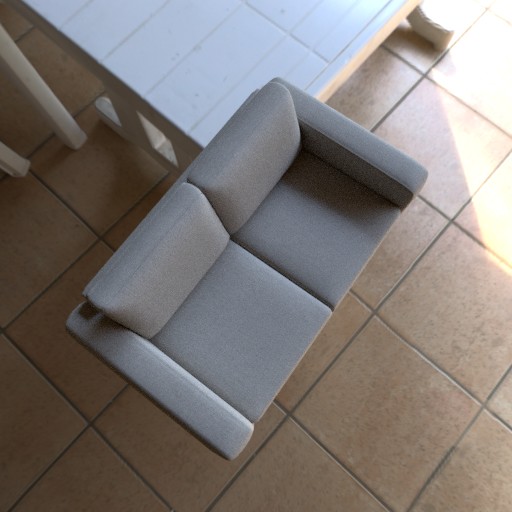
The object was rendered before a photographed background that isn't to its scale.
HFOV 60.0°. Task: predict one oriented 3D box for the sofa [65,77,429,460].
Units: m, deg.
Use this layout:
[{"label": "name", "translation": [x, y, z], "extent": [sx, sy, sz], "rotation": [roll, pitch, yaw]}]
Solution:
[{"label": "sofa", "translation": [0.000, 0.000, 2.084], "extent": [0.900, 0.800, 1.540], "rotation": [35, 77, 9]}]
